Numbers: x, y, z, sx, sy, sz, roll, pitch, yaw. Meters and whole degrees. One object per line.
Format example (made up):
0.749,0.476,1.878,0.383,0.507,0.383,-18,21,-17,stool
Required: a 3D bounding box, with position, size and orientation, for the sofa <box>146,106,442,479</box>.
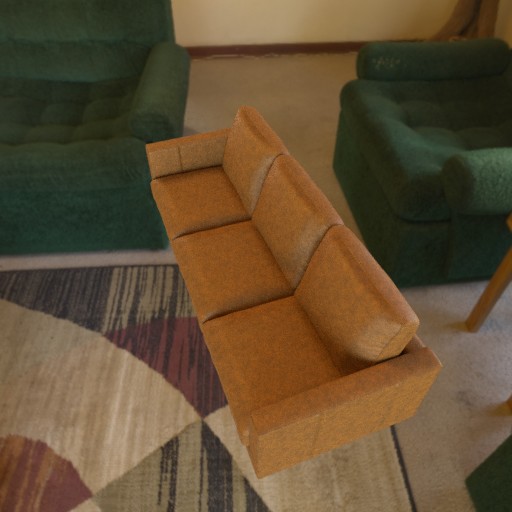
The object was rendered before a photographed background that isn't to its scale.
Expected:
0.000,0.000,2.704,0.903,0.930,2.231,-16,48,-14,sofa
